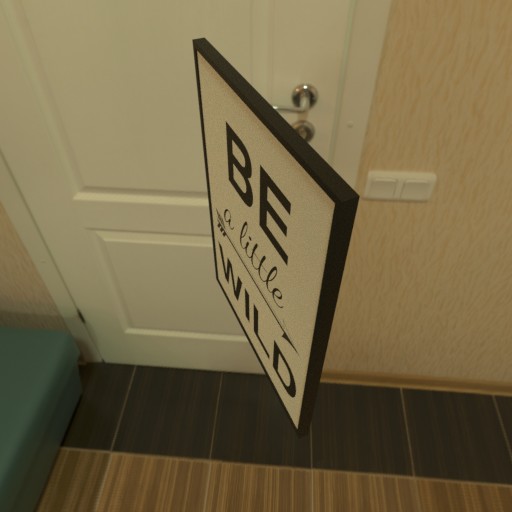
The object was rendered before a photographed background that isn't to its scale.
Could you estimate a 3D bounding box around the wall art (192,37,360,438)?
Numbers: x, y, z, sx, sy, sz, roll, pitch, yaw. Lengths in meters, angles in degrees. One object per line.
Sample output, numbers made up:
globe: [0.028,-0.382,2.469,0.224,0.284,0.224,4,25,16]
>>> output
wall art: [0.000,0.000,1.419,0.038,1.062,0.806,-18,49,-17]
